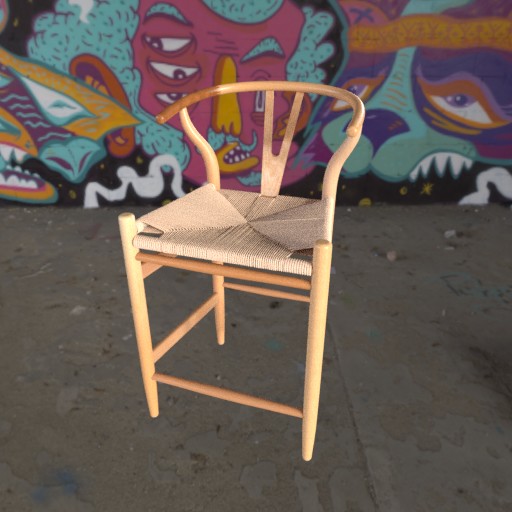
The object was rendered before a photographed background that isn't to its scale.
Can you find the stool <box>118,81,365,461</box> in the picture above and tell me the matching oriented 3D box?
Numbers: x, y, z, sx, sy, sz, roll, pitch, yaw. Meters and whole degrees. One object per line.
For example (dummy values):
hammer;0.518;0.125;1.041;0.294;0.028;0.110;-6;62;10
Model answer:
stool;0.000;0.000;1.319;0.536;0.923;0.575;9;28;17
